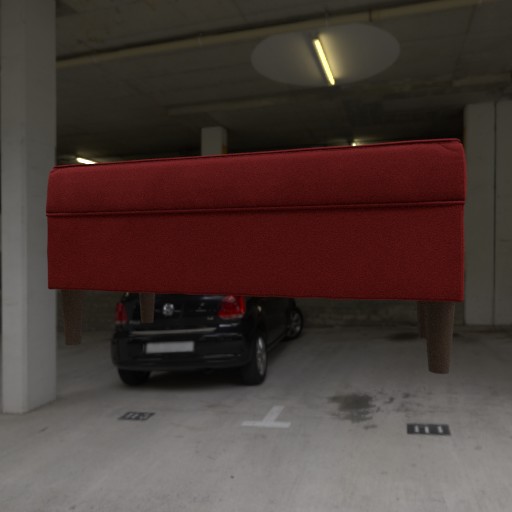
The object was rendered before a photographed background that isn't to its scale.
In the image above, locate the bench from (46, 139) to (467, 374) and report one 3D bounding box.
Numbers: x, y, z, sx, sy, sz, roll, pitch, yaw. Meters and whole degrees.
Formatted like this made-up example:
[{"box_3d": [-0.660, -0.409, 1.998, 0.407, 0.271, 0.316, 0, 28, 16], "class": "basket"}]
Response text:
[{"box_3d": [0.000, 0.000, 1.232, 1.016, 0.471, 0.492, 0, 1, 17], "class": "bench"}]
